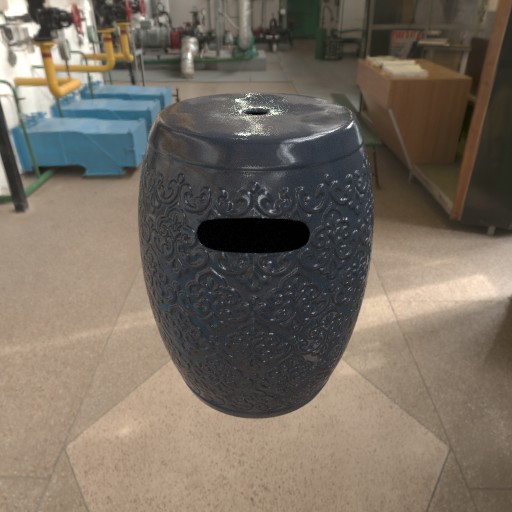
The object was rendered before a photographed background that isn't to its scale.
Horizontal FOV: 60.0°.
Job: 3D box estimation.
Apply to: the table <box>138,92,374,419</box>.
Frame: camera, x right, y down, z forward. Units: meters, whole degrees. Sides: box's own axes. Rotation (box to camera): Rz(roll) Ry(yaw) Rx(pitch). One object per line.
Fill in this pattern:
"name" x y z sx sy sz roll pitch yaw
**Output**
"table" 0.000 0.000 0.620 0.309 0.397 0.309 0 31 0
